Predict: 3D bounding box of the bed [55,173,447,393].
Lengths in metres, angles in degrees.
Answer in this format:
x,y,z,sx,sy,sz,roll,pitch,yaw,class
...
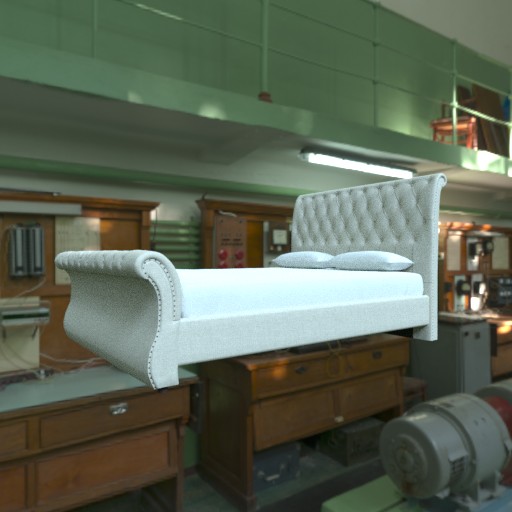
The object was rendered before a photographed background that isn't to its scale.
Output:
x,y,z,sx,sy,sz,roll,pitch,yaw,class
0.000,0.000,3.331,2.493,1.268,1.606,0,0,-36,bed
